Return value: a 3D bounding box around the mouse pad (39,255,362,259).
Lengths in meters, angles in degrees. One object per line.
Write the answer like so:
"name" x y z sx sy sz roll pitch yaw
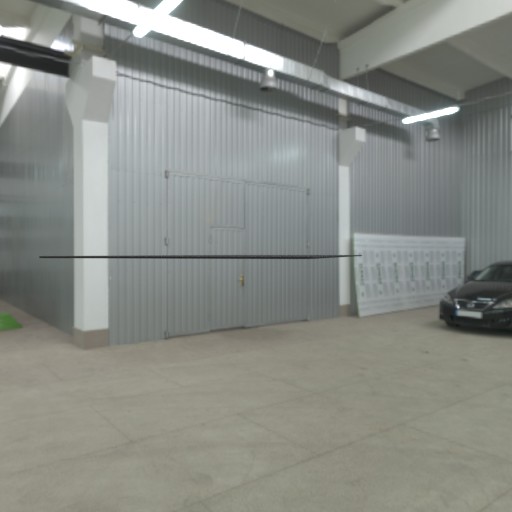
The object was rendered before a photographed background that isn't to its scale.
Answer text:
"mouse pad" 0.000 0.000 1.031 0.424 0.003 0.907 0 0 17
